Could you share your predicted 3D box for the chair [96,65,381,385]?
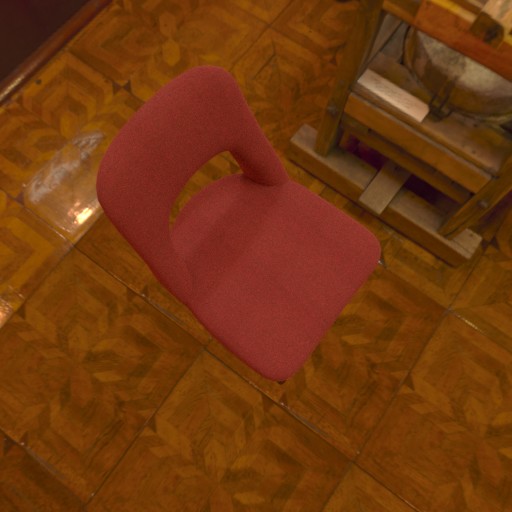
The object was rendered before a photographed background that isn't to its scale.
[{"bbox_3d":[0.000,0.000,1.209,0.569,0.892,0.483,38,78,10],"label":"chair"}]
